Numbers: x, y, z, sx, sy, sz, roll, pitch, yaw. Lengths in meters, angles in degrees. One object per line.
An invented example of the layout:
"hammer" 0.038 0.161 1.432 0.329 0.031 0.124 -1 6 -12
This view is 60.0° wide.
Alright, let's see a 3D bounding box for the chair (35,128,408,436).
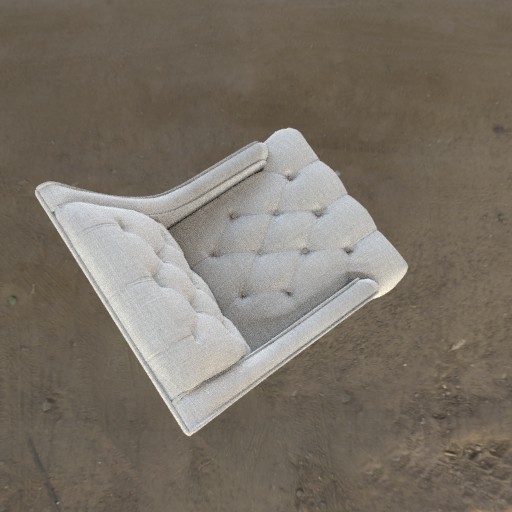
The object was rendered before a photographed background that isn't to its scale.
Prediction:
"chair" 0.000 0.000 1.386 0.772 0.891 0.658 -34 77 -9
